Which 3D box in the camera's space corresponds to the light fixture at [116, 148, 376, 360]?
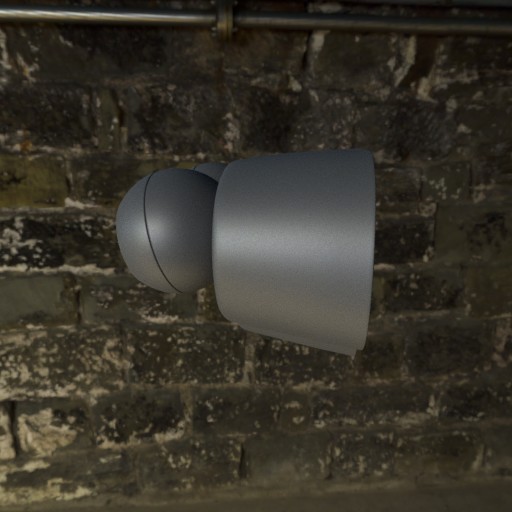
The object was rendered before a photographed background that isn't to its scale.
[{"bbox_3d":[0.000,0.000,0.340,0.159,0.159,0.229,2,15,9],"label":"light fixture"}]
